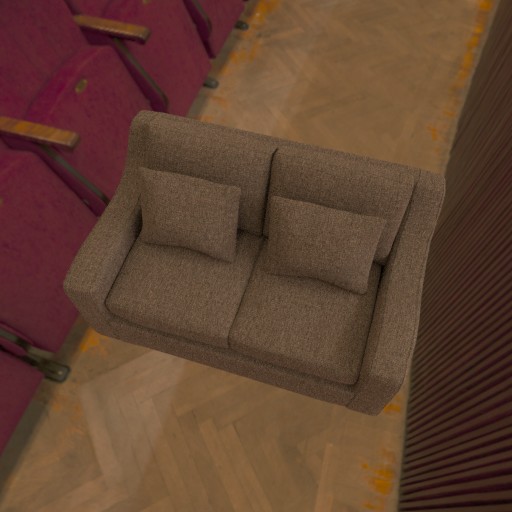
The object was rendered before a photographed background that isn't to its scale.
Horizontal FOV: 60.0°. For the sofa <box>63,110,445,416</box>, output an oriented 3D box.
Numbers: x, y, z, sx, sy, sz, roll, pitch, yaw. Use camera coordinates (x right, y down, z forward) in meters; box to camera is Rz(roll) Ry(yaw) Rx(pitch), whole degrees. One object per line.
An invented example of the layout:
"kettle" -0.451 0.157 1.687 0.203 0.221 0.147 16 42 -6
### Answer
"sofa" 0.000 0.000 2.458 1.778 0.991 1.120 15 60 9
